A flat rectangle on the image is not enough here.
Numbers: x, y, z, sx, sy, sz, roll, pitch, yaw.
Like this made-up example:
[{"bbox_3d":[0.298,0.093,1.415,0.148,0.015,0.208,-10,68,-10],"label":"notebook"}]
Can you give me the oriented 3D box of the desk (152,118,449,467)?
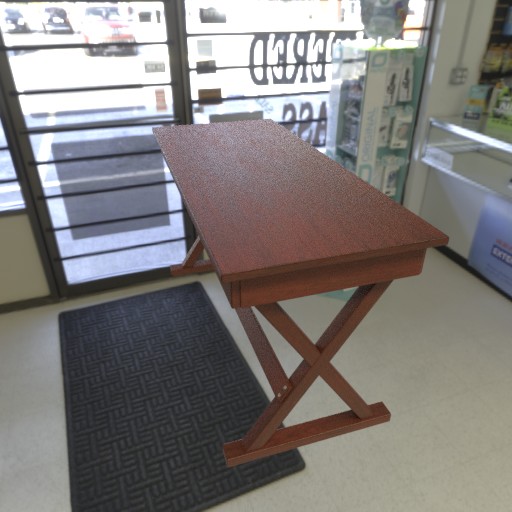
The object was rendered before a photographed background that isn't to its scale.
[{"bbox_3d":[0.000,0.000,1.805,0.600,0.761,1.372,-9,31,-15],"label":"desk"}]
